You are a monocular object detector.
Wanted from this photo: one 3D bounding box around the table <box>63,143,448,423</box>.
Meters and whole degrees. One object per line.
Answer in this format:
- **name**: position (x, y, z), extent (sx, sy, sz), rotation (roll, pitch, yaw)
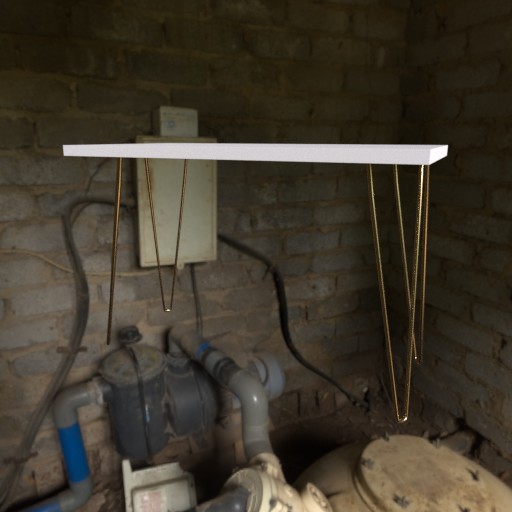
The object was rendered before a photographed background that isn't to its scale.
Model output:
- **table**: position (0.000, 0.000, 1.362), extent (0.991, 0.660, 0.498), rotation (7, 17, 25)
